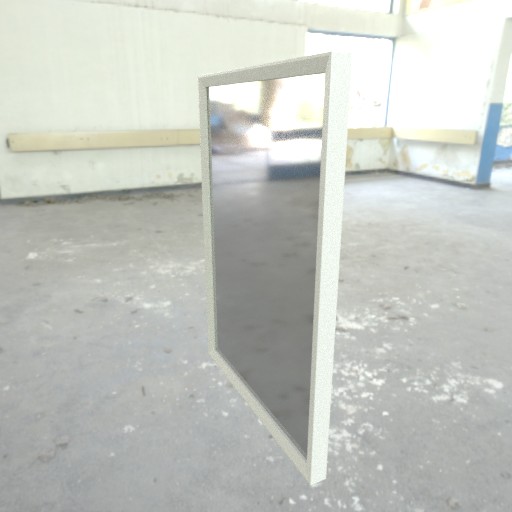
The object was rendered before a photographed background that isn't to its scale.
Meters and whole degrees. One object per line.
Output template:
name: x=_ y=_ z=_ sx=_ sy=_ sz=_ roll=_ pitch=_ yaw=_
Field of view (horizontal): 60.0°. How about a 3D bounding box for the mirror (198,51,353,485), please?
mirror: x=0.000 y=0.000 z=0.904 sx=0.039 sy=0.710 sz=0.507 roll=-9 pitch=20 yaw=-25
